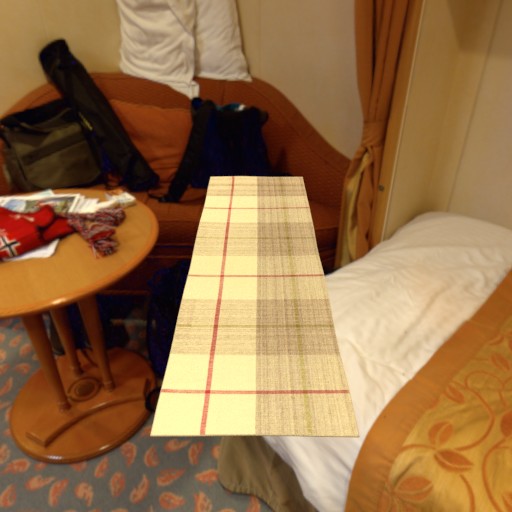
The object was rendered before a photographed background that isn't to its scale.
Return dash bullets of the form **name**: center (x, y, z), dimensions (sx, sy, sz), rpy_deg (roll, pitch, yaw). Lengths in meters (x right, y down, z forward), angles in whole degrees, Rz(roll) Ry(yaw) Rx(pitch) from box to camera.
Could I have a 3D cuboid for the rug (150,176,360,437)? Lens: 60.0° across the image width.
- **rug**: center (0.000, 0.000, 2.639), dimensions (0.762, 0.013, 2.439), rpy_deg (0, 32, 0)
